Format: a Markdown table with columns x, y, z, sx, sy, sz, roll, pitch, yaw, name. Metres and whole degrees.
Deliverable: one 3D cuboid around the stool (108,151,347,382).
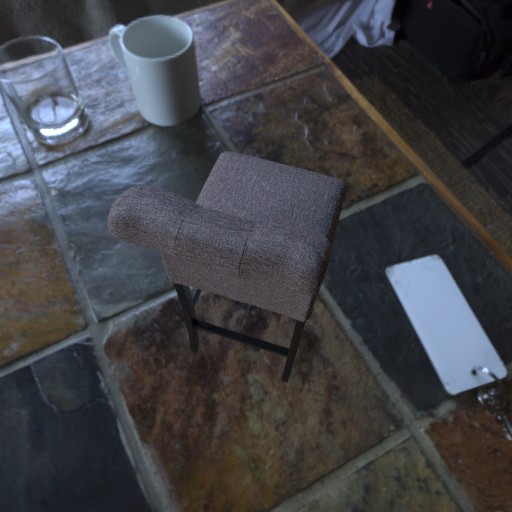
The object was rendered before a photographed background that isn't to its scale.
| x | y | z | sx | sy | sz | roll | pitch | yaw | name |
| --- | --- | --- | --- | --- | --- | --- | --- | --- | --- |
| 0.000 | 0.000 | 1.445 | 0.452 | 1.131 | 0.613 | 16 | 64 | 8 | stool |
